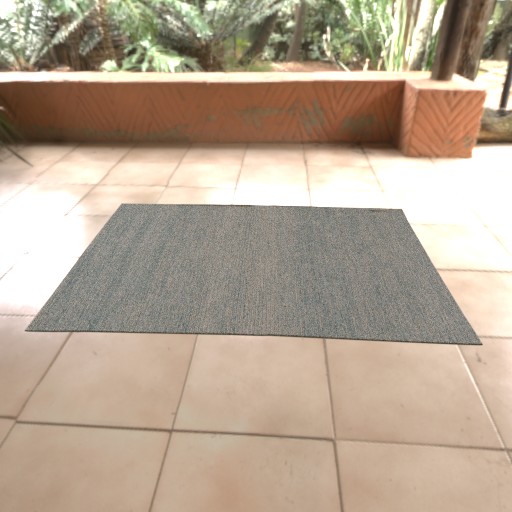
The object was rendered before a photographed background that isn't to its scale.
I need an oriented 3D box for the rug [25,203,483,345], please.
[{"bbox_3d":[0.000,0.000,2.911,2.306,0.030,1.613,1,30,2],"label":"rug"}]
